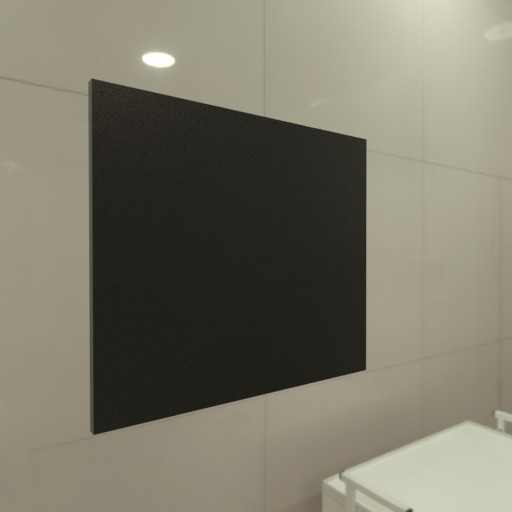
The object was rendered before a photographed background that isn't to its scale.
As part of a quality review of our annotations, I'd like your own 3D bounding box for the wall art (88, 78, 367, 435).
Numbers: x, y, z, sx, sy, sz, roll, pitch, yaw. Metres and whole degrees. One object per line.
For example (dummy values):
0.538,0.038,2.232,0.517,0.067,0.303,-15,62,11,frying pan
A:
0.000,0.000,0.528,0.383,0.332,0.012,0,1,-36,wall art
